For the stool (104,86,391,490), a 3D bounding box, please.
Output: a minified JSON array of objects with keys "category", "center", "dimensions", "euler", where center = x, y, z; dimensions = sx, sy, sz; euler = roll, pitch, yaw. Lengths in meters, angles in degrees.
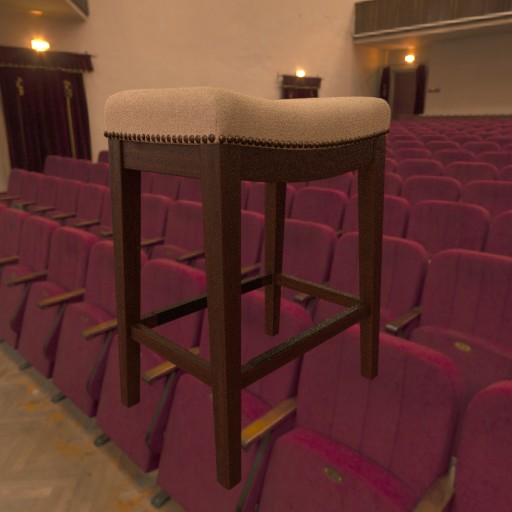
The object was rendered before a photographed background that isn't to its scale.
[{"category":"stool","center":[0.000,0.000,0.965],"dimensions":[0.363,0.669,0.509],"euler":[16,23,42]}]
